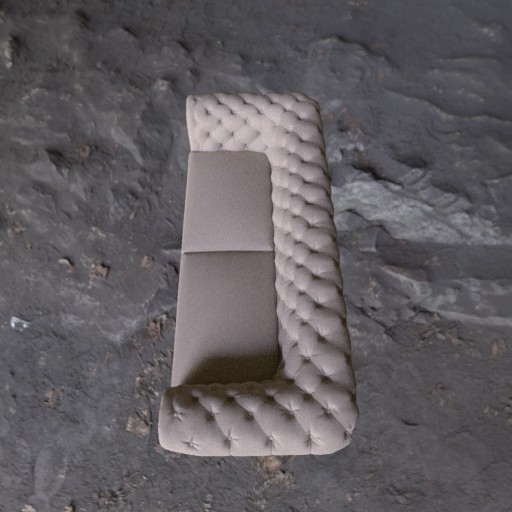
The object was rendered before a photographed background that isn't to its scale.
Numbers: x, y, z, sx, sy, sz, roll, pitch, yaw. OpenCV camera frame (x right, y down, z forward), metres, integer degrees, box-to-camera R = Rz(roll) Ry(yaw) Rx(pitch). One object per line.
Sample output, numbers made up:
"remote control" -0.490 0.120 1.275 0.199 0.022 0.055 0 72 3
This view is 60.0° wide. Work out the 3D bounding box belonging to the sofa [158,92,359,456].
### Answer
"sofa" 0.000 0.000 3.198 1.076 0.847 2.694 -1 60 0
